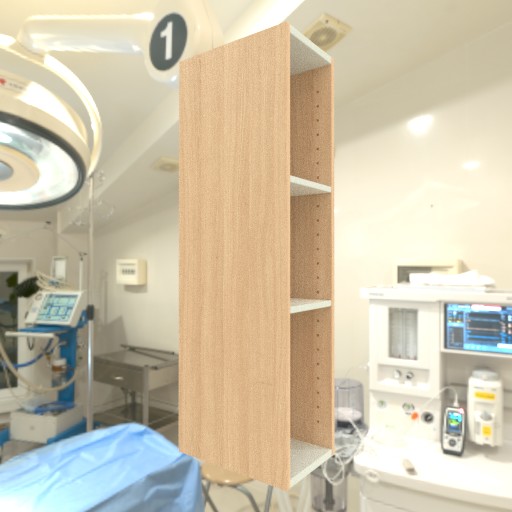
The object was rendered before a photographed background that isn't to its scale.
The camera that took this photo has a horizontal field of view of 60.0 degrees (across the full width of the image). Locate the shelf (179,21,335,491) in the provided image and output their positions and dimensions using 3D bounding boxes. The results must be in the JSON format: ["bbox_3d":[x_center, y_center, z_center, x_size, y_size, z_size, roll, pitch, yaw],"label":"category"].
[{"bbox_3d":[0.000,0.000,0.995,0.290,0.882,0.197,0,-1,37],"label":"shelf"}]
